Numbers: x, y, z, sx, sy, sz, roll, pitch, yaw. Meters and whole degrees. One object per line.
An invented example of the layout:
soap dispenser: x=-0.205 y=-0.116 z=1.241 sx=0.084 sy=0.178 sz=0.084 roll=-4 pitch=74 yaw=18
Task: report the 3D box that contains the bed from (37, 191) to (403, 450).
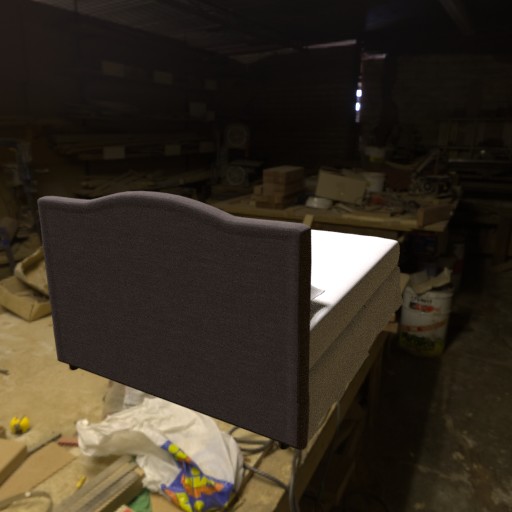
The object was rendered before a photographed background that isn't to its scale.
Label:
bed: x=0.000 y=0.000 z=3.943 sx=2.161 sy=1.457 sz=2.689 roll=9 pitch=18 yaw=28
